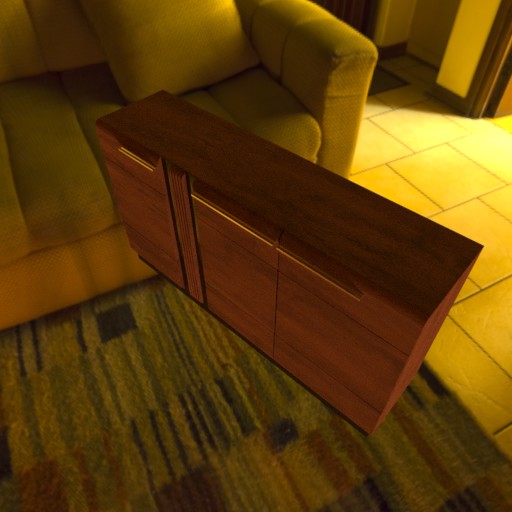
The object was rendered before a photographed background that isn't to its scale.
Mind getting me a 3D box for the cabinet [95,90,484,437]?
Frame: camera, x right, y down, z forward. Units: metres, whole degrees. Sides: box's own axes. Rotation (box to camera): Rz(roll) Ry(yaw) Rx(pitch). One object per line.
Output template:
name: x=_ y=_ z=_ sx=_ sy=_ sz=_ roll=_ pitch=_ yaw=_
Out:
cabinet: x=0.000 y=0.000 z=2.014 sx=1.600 sy=0.900 sz=0.420 roll=33 pitch=55 yaw=27
